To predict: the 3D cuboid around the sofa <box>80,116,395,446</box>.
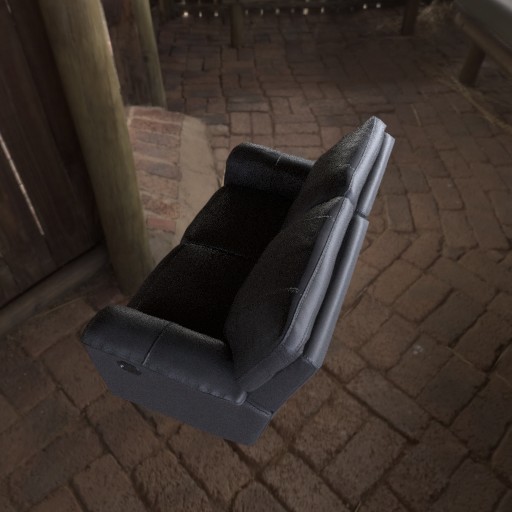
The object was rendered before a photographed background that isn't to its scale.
[{"bbox_3d":[0.000,0.000,2.422,1.104,1.111,1.765,15,46,15],"label":"sofa"}]
